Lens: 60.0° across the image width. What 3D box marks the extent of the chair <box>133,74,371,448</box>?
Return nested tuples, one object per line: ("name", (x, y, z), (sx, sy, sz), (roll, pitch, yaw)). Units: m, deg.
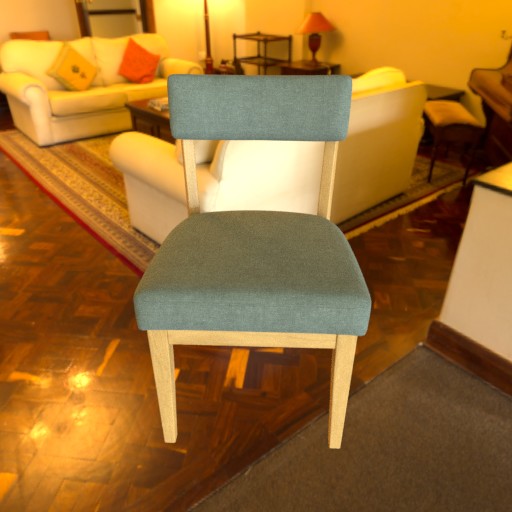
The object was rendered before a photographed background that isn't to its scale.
("chair", (0.000, 0.000, 1.175), (0.508, 0.832, 0.572), (1, 31, 2))
